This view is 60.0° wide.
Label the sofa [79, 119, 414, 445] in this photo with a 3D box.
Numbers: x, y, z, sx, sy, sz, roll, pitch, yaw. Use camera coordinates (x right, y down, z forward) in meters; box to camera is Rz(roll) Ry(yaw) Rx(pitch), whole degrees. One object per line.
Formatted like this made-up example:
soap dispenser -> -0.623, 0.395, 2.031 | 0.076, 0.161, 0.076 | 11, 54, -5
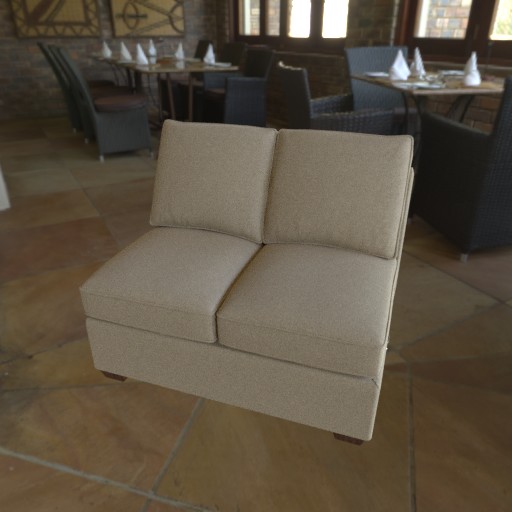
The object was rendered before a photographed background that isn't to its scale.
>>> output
sofa -> 0.000, 0.000, 1.983 | 1.237, 1.008, 0.951 | 9, 28, 17
